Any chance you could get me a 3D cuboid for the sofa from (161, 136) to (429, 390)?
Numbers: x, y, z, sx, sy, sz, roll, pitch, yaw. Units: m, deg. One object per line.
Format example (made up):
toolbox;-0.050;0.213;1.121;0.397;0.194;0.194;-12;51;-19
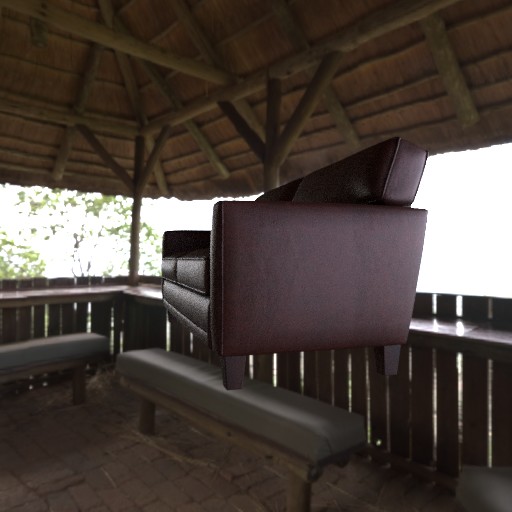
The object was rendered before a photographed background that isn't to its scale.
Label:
sofa;0.000;0.000;2.454;0.912;0.928;1.876;0;0;-18
